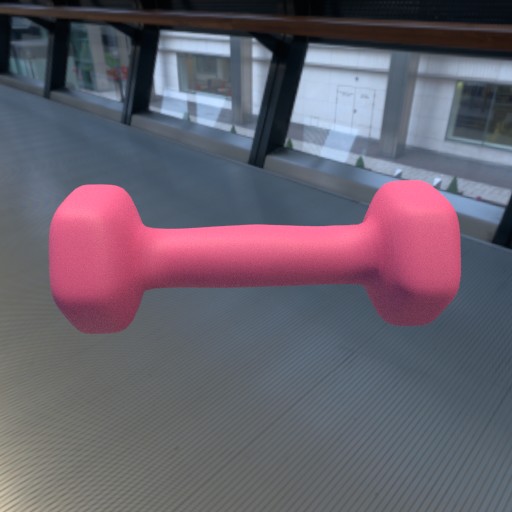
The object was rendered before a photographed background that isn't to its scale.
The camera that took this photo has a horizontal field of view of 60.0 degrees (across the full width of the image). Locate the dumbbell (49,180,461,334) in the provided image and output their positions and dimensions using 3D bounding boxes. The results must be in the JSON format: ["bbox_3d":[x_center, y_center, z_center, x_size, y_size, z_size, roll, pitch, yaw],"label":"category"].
[{"bbox_3d":[0.000,0.000,0.172,0.146,0.053,0.058,-1,29,-2],"label":"dumbbell"}]
